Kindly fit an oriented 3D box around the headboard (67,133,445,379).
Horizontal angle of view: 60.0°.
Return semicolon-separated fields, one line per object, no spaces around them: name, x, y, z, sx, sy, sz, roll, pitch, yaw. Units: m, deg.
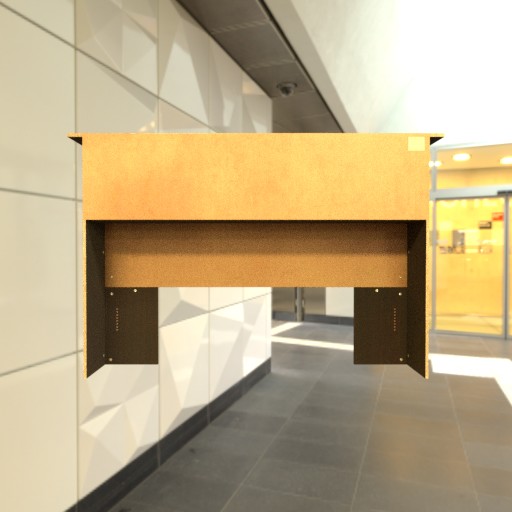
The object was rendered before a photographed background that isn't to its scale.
headboard;0.000;0.000;2.109;1.671;1.092;0.279;0;1;0
